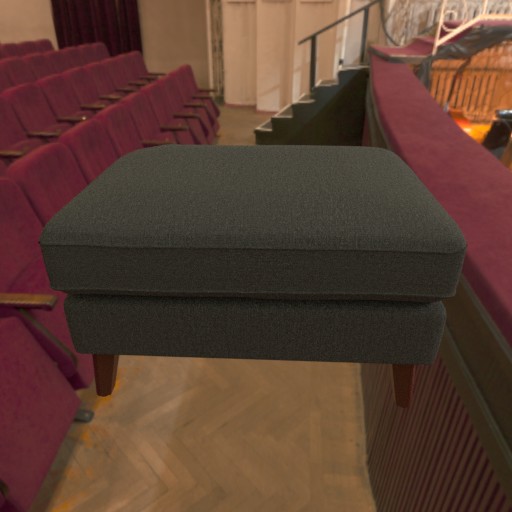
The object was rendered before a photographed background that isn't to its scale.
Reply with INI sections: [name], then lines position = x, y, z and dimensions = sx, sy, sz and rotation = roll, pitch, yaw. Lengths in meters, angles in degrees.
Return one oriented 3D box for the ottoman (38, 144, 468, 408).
[ottoman]
position = 0.000, 0.000, 1.195
dimensions = 0.835, 0.503, 0.629
rotation = 1, 29, 2
